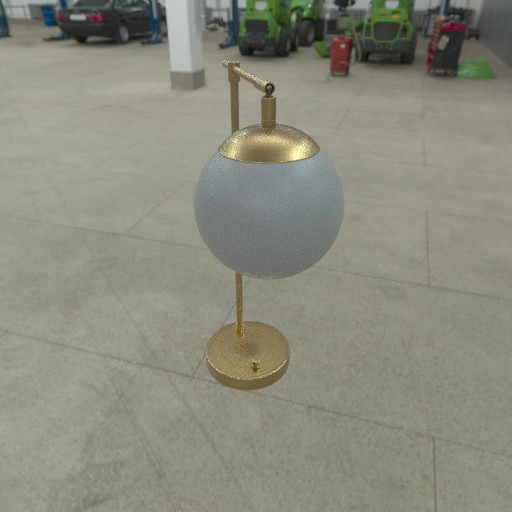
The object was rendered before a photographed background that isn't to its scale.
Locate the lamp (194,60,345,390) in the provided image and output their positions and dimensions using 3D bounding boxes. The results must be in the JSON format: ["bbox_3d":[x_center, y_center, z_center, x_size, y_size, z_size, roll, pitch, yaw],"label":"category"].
[{"bbox_3d":[0.000,0.000,0.724,0.207,0.559,0.324,-9,32,-15],"label":"lamp"}]
